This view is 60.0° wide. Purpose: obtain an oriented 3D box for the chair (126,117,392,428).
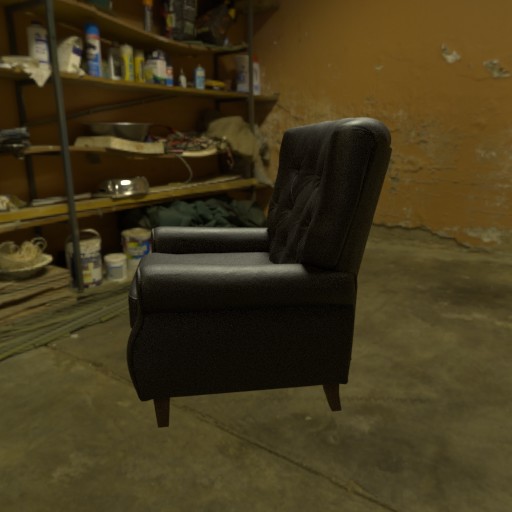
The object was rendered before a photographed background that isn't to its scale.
[{"bbox_3d":[0.000,0.000,1.941,1.058,1.158,0.948,-2,15,-8],"label":"chair"}]
